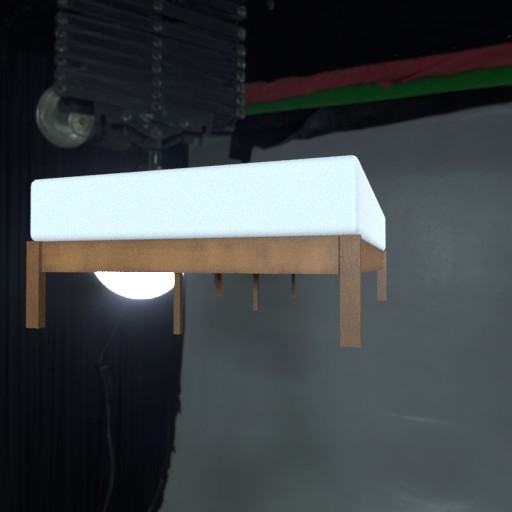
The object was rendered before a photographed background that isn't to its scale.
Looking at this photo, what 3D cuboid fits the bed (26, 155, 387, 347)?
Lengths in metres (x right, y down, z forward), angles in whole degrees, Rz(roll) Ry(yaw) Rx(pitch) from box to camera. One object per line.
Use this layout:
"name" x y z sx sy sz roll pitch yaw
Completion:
"bed" 0.000 0.000 2.528 1.348 0.616 1.927 0 -1 19
